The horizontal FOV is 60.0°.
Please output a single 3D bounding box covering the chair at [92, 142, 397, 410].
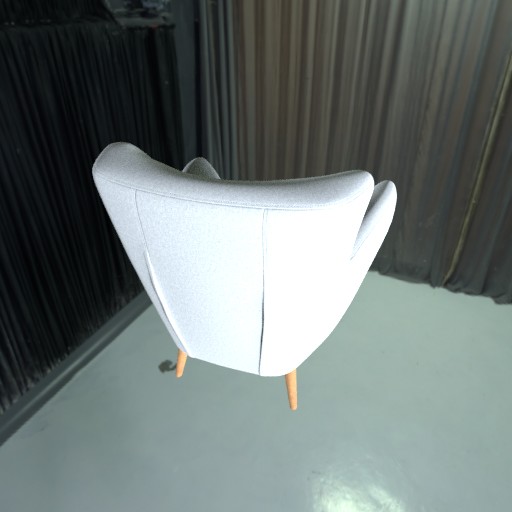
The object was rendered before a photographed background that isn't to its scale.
[{"bbox_3d":[0.000,0.000,1.614,0.890,0.889,0.889,11,33,17],"label":"chair"}]
